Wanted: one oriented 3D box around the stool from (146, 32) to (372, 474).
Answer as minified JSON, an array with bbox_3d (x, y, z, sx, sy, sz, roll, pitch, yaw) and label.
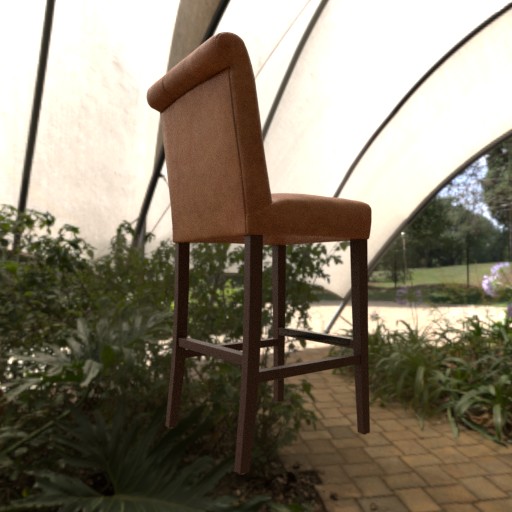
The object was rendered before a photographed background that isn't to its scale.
[{"bbox_3d":[0.000,0.000,1.447,0.601,1.140,0.493,1,-2,-37],"label":"stool"}]
